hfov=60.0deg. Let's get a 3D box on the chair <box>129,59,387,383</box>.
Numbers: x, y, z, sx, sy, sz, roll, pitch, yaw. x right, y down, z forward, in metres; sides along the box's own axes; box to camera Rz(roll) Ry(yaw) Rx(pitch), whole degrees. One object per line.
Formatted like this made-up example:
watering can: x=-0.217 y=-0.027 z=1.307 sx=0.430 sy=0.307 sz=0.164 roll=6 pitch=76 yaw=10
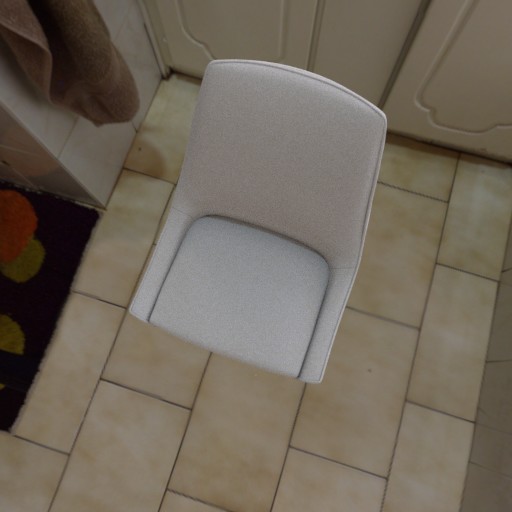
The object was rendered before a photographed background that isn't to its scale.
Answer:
chair: x=0.000 y=0.000 z=1.179 sx=0.529 sy=0.861 sz=0.544 roll=19 pitch=76 yaw=5
